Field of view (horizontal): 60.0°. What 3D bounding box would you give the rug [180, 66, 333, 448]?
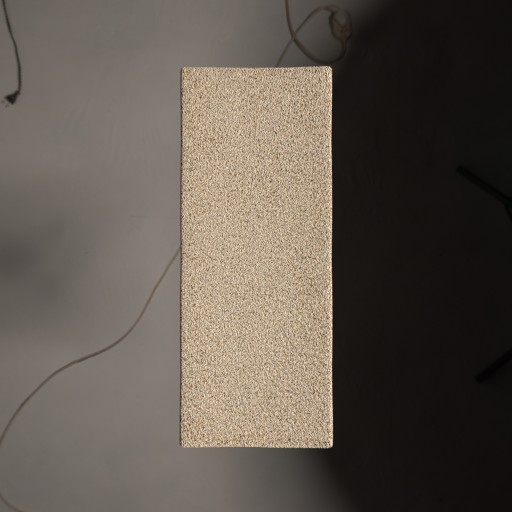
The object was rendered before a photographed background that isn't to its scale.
[{"bbox_3d":[0.000,0.000,1.779,0.609,0.030,1.524,0,89,1],"label":"rug"}]
